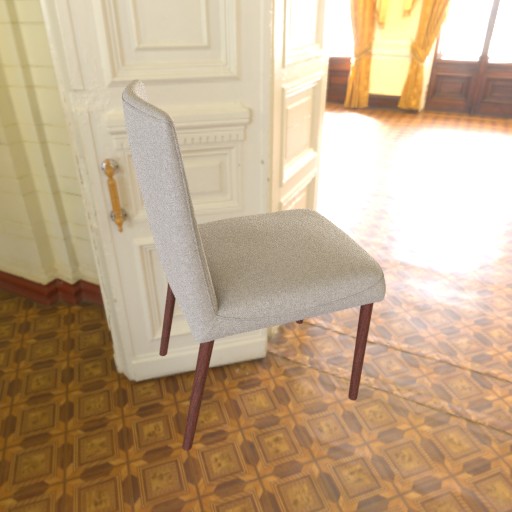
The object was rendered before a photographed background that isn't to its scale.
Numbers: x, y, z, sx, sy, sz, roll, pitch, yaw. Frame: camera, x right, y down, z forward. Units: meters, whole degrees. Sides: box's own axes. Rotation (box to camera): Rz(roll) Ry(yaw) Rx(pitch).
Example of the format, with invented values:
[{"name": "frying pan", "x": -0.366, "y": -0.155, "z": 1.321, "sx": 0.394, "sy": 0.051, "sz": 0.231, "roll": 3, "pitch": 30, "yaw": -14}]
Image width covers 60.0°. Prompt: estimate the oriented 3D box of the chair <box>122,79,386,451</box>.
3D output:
[{"name": "chair", "x": 0.000, "y": 0.000, "z": 1.177, "sx": 0.570, "sy": 0.859, "sz": 0.456, "roll": -10, "pitch": 32, "yaw": -17}]
